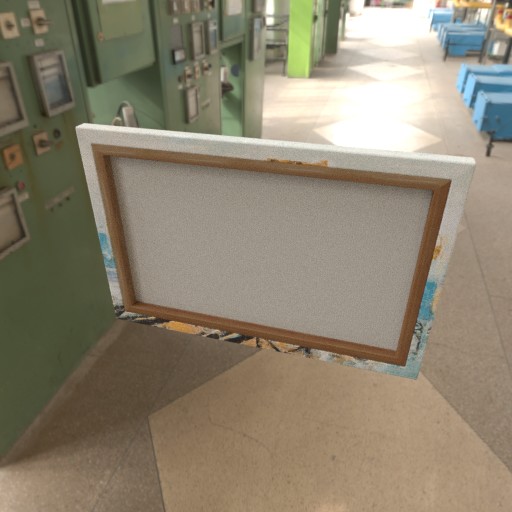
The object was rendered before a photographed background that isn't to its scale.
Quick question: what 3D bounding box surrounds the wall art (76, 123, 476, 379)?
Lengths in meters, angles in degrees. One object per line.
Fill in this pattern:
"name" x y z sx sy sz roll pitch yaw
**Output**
"wall art" 0.000 0.000 1.154 0.913 0.609 0.038 9 33 14
